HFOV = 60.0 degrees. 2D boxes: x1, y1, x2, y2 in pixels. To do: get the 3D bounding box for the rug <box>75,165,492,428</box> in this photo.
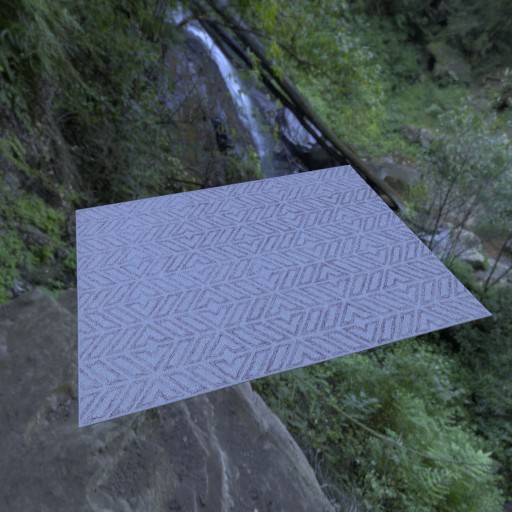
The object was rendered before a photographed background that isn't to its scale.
[{"bbox_3d":[0.000,0.000,3.931,3.045,0.008,2.421,-12,42,-13],"label":"rug"}]
